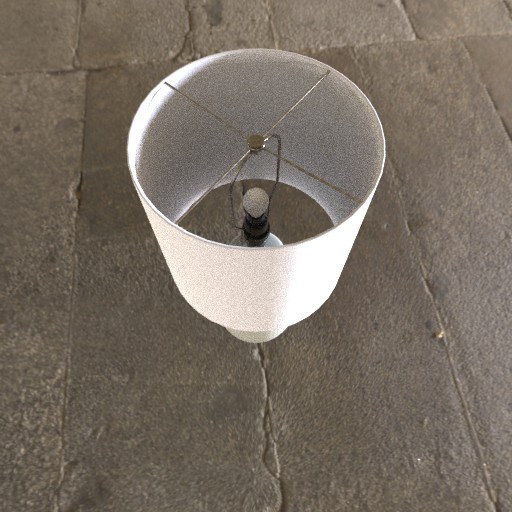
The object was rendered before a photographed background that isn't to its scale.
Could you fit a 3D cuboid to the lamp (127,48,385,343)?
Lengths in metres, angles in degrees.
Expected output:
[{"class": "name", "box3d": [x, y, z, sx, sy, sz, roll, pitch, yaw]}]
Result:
[{"class": "lamp", "box3d": [0.000, 0.000, 0.576, 0.217, 0.453, 0.217, 35, 69, 16]}]
